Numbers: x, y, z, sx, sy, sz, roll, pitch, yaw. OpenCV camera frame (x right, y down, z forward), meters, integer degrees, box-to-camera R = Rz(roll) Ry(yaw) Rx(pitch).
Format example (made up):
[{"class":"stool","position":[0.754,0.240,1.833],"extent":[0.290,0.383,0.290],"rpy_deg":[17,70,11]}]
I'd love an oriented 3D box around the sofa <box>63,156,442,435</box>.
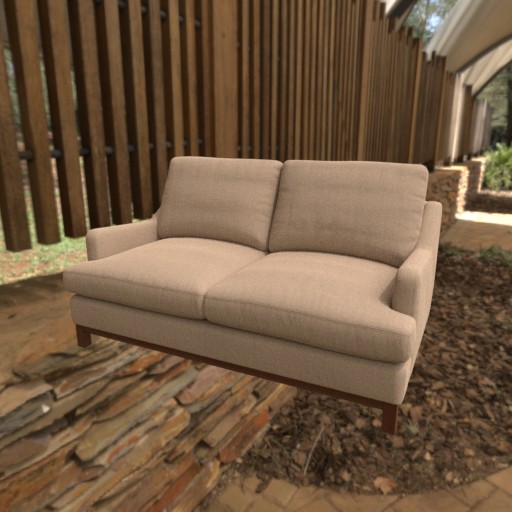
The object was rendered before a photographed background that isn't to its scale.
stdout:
[{"class":"sofa","position":[0.000,0.000,2.190],"extent":[1.619,0.910,1.004],"rpy_deg":[7,17,25]}]
